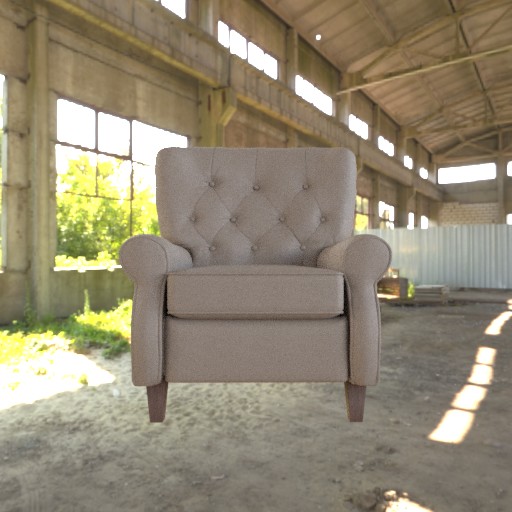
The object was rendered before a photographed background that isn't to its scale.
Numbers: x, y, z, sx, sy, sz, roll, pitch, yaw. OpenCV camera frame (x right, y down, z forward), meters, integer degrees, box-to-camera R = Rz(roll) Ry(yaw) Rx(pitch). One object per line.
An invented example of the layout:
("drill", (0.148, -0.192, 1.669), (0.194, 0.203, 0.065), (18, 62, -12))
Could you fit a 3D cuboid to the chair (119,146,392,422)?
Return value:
("chair", (0.000, 0.000, 1.934), (0.999, 1.138, 1.041), (0, -1, 0))
